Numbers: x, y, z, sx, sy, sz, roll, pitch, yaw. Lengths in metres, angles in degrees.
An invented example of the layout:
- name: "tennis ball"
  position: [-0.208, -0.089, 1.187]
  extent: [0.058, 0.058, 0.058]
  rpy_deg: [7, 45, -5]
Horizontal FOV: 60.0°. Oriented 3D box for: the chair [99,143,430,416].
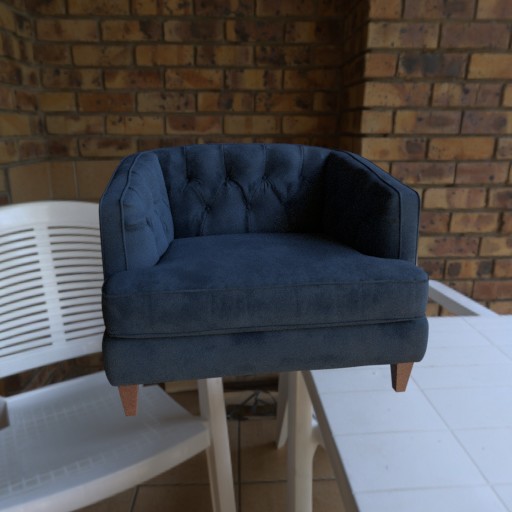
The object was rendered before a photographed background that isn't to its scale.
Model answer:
- name: "chair"
  position: [0.000, 0.000, 1.767]
  extent: [1.094, 0.852, 0.940]
  rpy_deg: [-2, 16, -8]
